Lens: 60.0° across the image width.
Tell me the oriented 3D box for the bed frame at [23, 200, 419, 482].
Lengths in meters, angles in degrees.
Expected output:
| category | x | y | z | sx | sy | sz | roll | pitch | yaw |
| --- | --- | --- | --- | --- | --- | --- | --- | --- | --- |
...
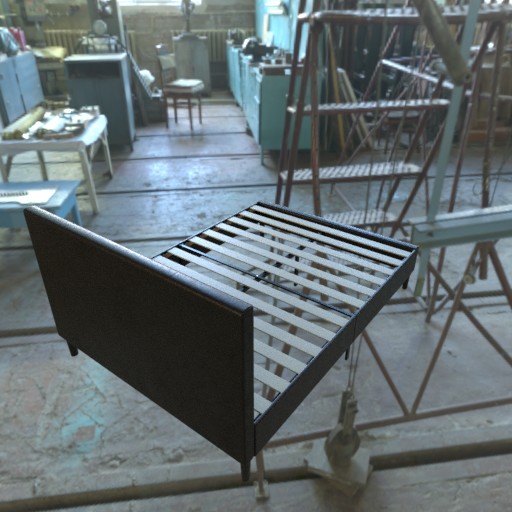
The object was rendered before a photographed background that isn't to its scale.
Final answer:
| category | x | y | z | sx | sy | sz | roll | pitch | yaw |
| --- | --- | --- | --- | --- | --- | --- | --- | --- | --- |
| bed frame | 0.000 | 0.000 | 3.210 | 1.634 | 1.127 | 2.318 | 21 | 36 | 32 |
